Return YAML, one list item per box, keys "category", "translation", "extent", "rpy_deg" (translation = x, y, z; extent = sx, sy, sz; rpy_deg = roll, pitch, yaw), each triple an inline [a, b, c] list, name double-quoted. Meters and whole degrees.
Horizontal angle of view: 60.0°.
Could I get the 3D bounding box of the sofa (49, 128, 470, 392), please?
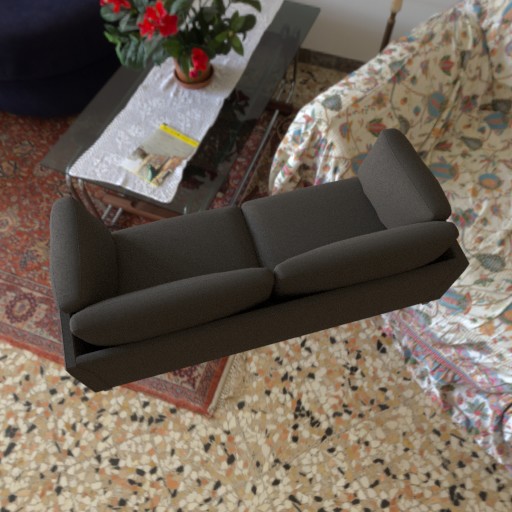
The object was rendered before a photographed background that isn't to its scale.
- category: "sofa"
  translation: [0.000, 0.000, 2.749]
  extent: [2.312, 0.792, 0.969]
  rpy_deg: [-14, 61, -8]
